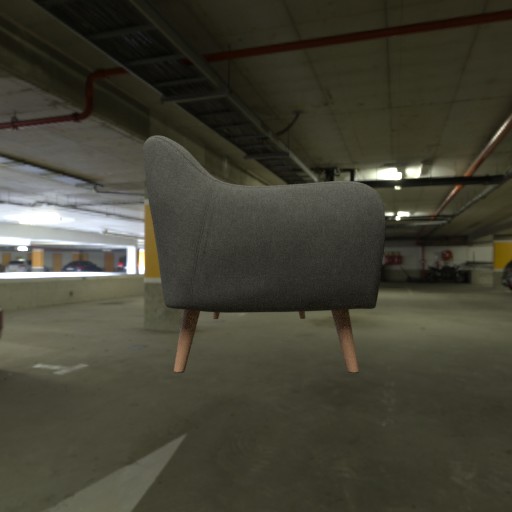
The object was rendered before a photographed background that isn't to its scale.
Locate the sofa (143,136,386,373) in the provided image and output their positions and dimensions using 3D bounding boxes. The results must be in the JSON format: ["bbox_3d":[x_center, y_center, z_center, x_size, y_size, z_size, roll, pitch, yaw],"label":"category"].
[{"bbox_3d":[0.000,0.000,2.270,0.820,0.820,1.840,0,-1,0],"label":"sofa"}]
